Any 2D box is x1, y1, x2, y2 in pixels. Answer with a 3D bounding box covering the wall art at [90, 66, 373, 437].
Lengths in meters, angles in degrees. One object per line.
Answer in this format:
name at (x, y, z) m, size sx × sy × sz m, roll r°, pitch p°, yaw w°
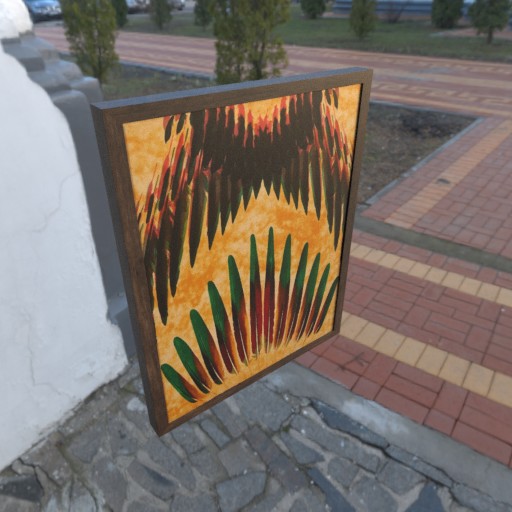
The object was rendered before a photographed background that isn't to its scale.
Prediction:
wall art at (0.000, 0.000, 0.551) m, size 0.329 × 0.406 × 0.027 m, roll -22°, pitch 37°, yaw -31°
